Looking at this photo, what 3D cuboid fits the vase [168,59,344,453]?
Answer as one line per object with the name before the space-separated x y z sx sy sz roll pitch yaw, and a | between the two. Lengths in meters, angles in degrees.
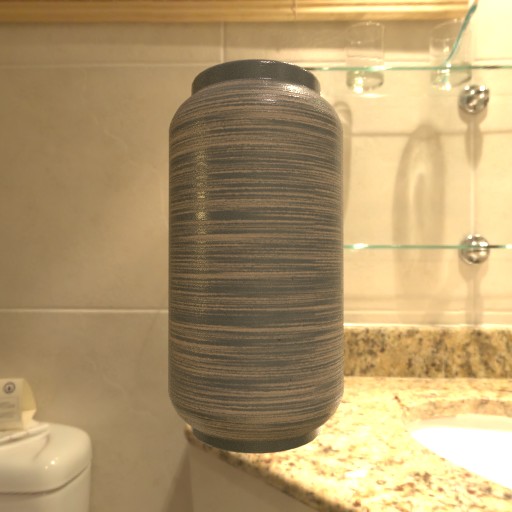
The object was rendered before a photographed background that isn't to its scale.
vase | 0.000 0.000 0.300 0.116 0.230 0.116 0 -1 0
